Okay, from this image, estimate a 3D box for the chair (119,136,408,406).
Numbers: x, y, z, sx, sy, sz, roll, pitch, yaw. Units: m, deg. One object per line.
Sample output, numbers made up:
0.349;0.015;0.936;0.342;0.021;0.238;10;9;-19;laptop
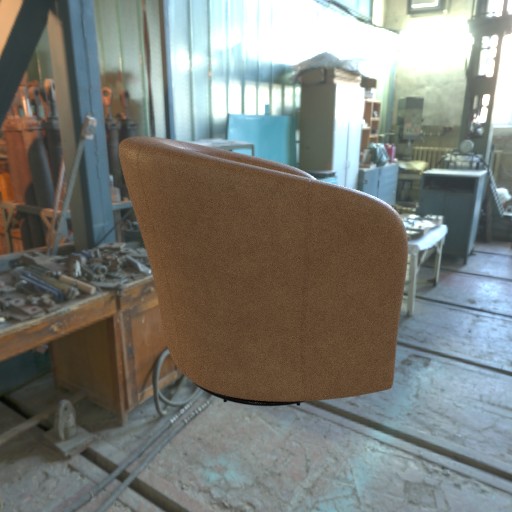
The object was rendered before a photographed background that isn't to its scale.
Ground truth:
0.000;0.000;1.476;0.815;0.771;0.791;-3;17;-10;chair
